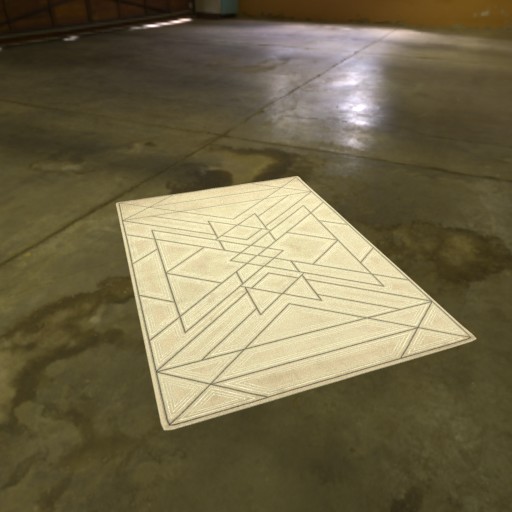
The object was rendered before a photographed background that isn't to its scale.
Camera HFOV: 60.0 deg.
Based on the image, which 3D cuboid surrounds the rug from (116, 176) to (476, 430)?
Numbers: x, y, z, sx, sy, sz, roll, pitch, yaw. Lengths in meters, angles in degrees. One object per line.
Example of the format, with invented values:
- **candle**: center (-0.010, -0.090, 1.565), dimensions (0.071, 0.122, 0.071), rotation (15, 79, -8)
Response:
- **rug**: center (0.000, 0.000, 4.417), dimensions (2.436, 0.026, 3.381), rotation (-11, 35, -16)
